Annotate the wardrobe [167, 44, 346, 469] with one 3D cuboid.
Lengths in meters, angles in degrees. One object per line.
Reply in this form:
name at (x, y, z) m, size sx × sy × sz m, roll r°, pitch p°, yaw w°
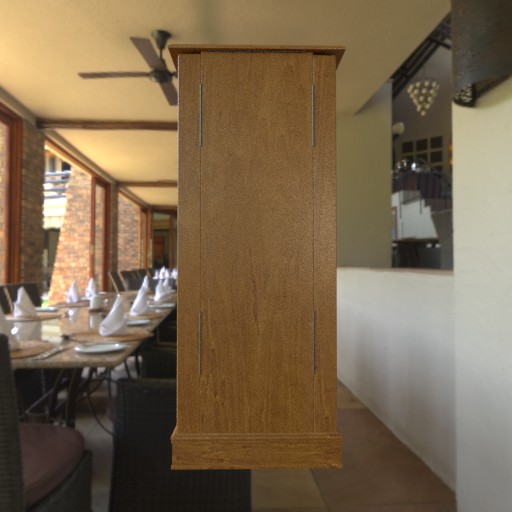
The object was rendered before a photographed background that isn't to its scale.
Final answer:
wardrobe at (0.000, 0.000, 1.134) m, size 0.406 × 0.959 × 0.273 m, roll 0°, pitch -1°, yaw -1°
